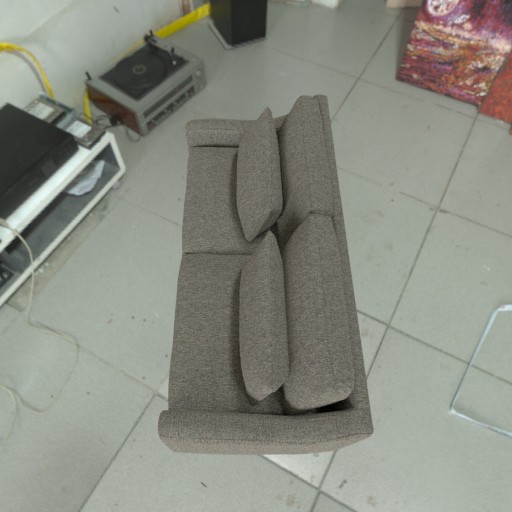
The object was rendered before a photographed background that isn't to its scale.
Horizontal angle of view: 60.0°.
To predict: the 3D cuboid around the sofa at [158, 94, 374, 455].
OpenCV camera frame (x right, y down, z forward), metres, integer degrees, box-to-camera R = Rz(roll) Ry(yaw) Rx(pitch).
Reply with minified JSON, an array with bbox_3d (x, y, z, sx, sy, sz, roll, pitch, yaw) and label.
[{"bbox_3d":[0.000,0.000,3.004,1.103,0.998,2.418,-1,60,0],"label":"sofa"}]
